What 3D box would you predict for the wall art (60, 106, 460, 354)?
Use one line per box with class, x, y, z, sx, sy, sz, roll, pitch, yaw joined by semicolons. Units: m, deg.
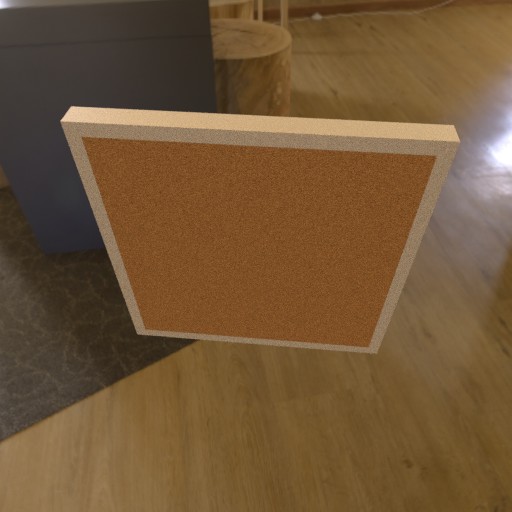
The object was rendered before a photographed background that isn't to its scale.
wall art;0.000;0.000;0.760;0.507;0.508;0.038;4;48;4
